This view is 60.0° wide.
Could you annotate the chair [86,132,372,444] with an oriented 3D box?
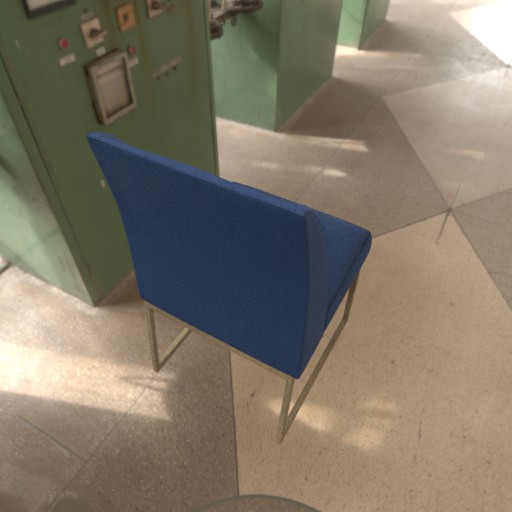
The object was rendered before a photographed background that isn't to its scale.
[{"bbox_3d":[0.000,0.000,1.217,0.508,0.863,0.522,23,50,21],"label":"chair"}]
